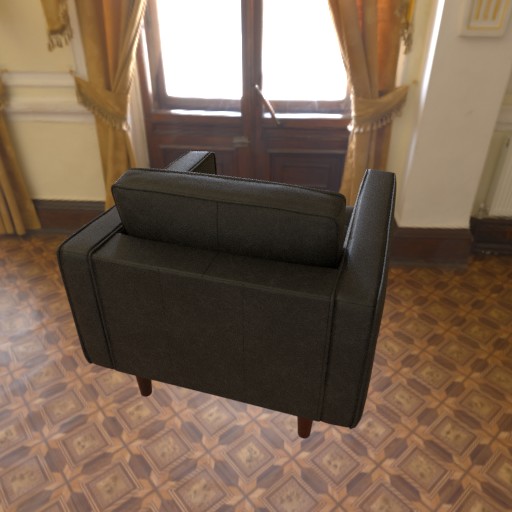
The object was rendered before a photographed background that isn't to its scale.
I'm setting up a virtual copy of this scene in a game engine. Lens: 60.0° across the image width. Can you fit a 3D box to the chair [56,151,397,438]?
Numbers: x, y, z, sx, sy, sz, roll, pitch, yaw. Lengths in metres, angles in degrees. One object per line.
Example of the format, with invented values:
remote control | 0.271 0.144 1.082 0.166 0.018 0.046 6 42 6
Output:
chair | 0.000 0.000 1.564 0.889 0.763 0.914 9 33 15
